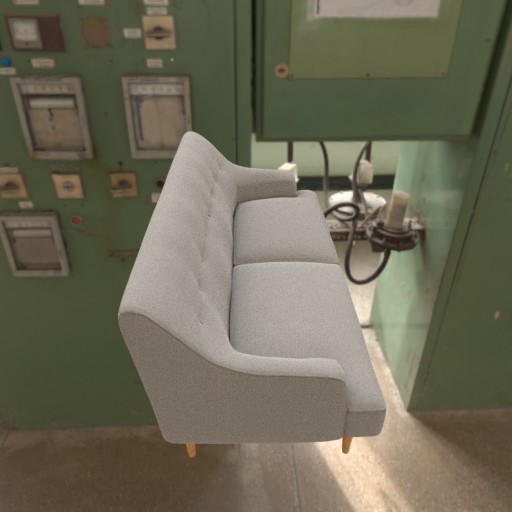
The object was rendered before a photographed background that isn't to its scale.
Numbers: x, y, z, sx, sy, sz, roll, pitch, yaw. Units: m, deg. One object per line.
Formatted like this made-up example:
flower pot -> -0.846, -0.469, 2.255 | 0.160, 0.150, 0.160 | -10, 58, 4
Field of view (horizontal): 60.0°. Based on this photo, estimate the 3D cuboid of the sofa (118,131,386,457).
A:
sofa -> 0.000, 0.000, 2.502 | 0.978, 0.871, 2.057 | -1, 32, -1
